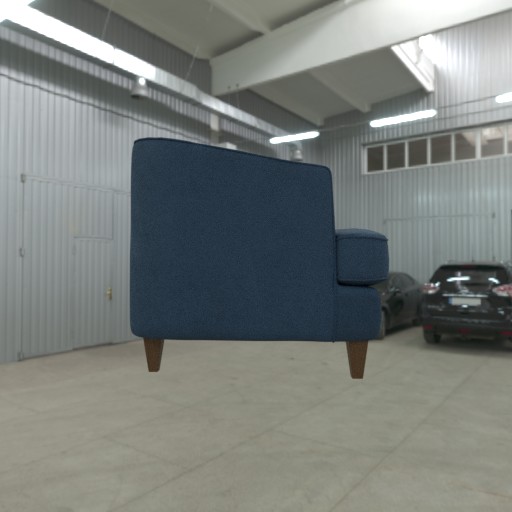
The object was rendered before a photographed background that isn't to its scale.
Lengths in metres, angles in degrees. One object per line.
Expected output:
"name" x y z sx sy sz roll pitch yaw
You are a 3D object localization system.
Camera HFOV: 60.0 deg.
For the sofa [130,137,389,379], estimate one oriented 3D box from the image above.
"sofa" 0.000 0.000 2.296 0.941 0.854 1.733 0 -1 1
